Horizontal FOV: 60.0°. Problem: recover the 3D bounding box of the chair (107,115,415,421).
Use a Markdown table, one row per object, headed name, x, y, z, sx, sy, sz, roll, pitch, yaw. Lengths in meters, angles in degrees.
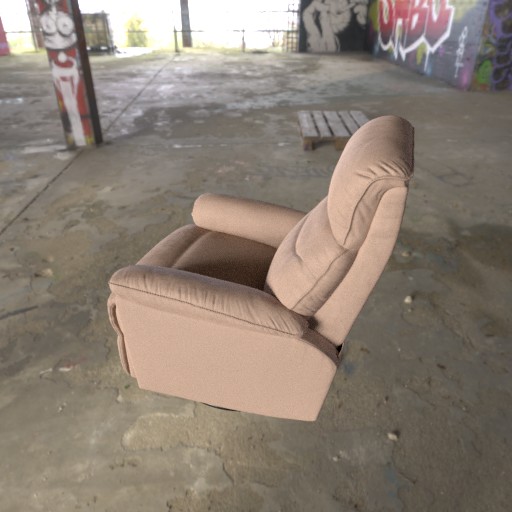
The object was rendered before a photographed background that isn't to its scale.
| name | x | y | z | sx | sy | sz | roll | pitch | yaw |
| --- | --- | --- | --- | --- | --- | --- | --- | --- | --- |
| chair | 0.000 | 0.000 | 1.704 | 1.004 | 1.037 | 0.820 | 9 | 31 | 15 |
